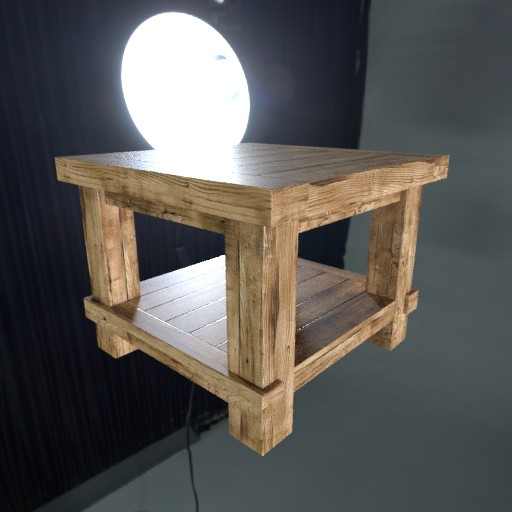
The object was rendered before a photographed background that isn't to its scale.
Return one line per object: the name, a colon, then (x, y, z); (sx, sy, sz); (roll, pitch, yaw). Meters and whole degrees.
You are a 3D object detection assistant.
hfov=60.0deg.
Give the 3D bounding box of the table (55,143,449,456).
table: (0.000, 0.000, 1.037); (0.610, 0.457, 0.610); (16, 24, 40)
